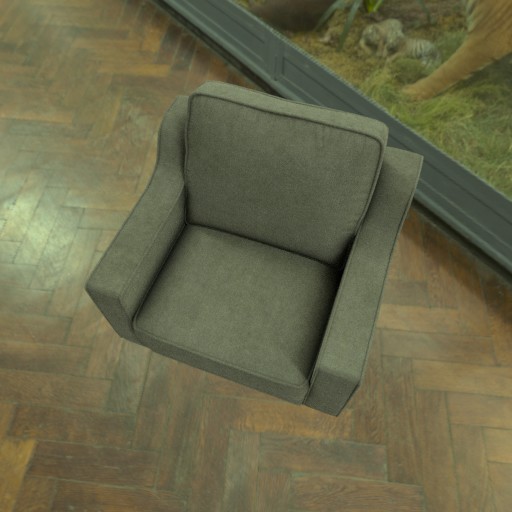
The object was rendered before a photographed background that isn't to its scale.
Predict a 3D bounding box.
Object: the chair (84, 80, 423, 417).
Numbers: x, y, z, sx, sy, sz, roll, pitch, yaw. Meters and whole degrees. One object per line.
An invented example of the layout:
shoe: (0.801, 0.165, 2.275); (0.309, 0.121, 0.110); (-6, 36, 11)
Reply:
chair: (0.000, 0.000, 1.644); (0.926, 0.944, 0.840); (17, 60, 10)
